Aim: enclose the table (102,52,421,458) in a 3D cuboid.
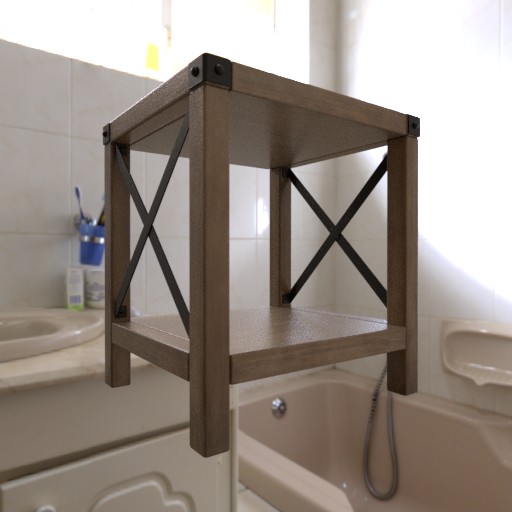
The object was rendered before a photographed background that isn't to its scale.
[{"bbox_3d":[0.000,0.000,0.924,0.510,0.561,0.459,0,0,-36],"label":"table"}]
